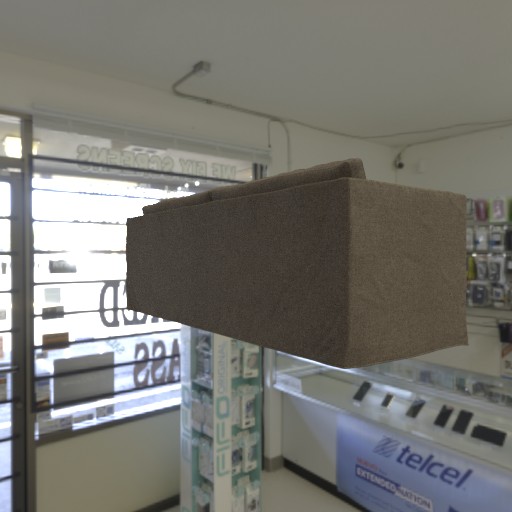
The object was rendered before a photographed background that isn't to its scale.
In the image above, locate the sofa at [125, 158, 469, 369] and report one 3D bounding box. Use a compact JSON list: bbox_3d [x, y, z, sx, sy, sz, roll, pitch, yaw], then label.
[{"bbox_3d":[0.000,0.000,3.327,1.036,0.998,2.779,0,0,-36],"label":"sofa"}]
